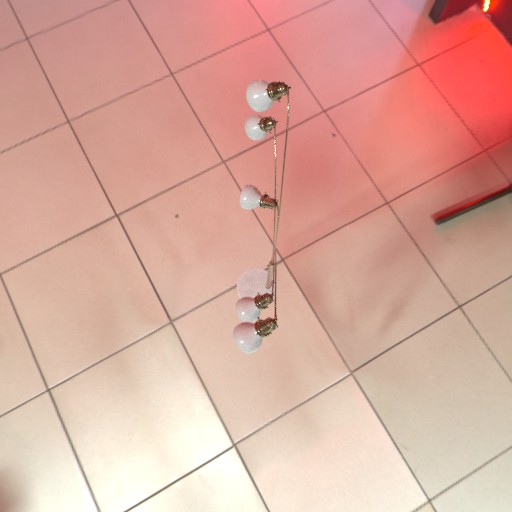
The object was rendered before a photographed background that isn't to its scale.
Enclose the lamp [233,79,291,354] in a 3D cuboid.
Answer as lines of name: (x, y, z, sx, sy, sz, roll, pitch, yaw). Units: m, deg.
lamp: (0.000, 0.000, 3.030, 0.361, 2.423, 1.405, 3, 74, 1)
